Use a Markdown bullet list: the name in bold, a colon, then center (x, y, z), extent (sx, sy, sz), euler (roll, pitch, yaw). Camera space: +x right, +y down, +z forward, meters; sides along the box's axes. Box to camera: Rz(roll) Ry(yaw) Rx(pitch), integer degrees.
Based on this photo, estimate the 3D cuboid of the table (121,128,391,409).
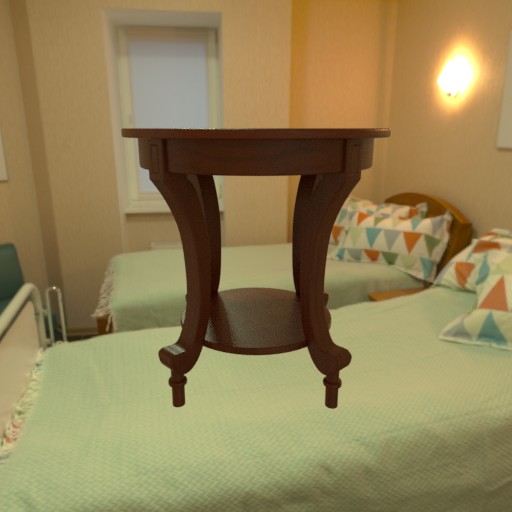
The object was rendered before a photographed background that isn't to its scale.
- **table**: center (0.000, 0.000, 1.106), extent (0.597, 0.612, 0.597), euler (0, 16, 0)
